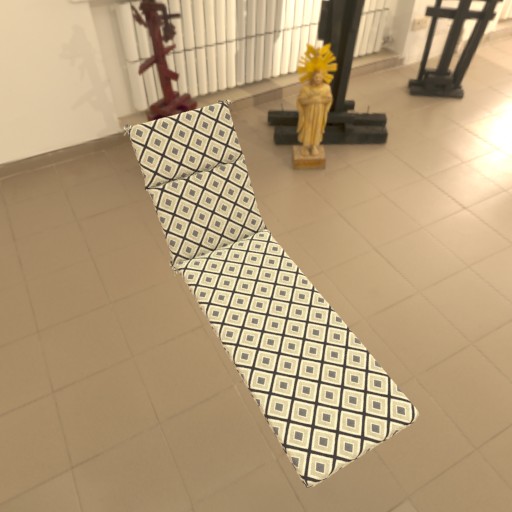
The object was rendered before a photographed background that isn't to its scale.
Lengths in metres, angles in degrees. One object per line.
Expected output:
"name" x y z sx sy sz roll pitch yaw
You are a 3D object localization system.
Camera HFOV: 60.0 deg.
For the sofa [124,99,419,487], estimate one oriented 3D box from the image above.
"sofa" 0.000 0.000 1.917 0.582 0.622 1.663 -22 51 -20
